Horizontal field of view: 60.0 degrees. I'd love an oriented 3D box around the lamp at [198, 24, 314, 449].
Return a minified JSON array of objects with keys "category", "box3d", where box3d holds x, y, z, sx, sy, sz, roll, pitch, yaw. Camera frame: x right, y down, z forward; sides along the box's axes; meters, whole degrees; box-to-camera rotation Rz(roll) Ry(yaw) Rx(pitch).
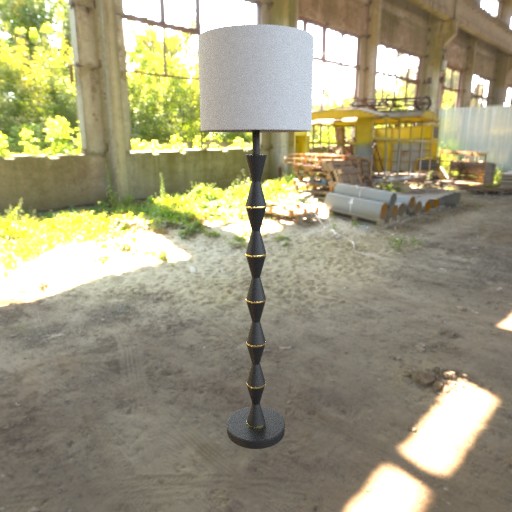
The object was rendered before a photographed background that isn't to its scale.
[{"category":"lamp","box3d":[0.000,0.000,1.647,0.381,1.480,0.381,2,14,9]}]
